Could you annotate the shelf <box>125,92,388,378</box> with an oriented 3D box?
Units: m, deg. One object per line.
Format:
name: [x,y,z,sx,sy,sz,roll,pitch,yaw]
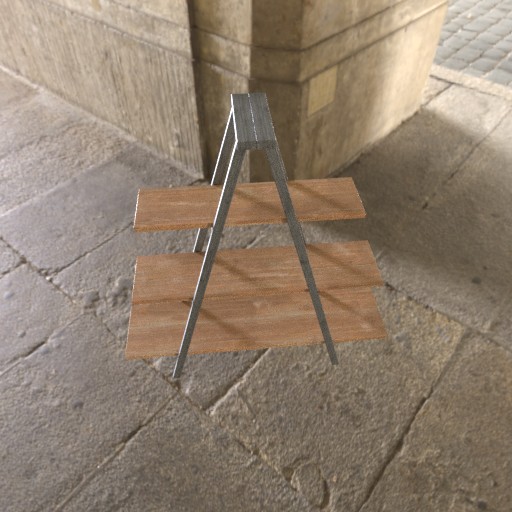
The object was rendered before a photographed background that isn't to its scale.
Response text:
shelf: [0.000,0.000,2.604,1.746,1.808,0.508,-4,47,-4]
